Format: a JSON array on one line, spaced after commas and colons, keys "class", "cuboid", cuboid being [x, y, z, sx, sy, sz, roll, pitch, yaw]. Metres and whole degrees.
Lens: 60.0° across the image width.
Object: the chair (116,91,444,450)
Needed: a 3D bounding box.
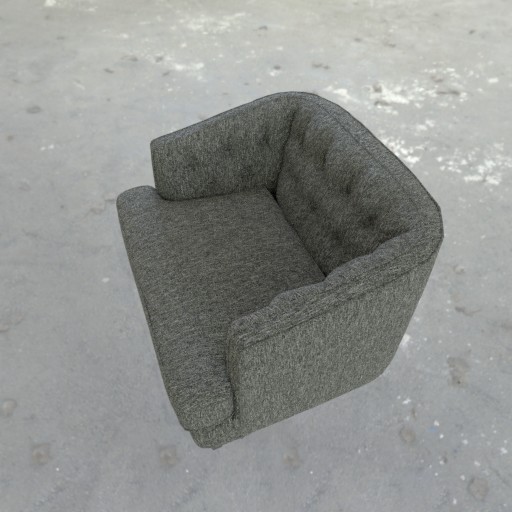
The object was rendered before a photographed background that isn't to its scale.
[{"class": "chair", "cuboid": [0.000, 0.000, 1.747, 0.941, 0.852, 1.104, -16, 49, -15]}]
